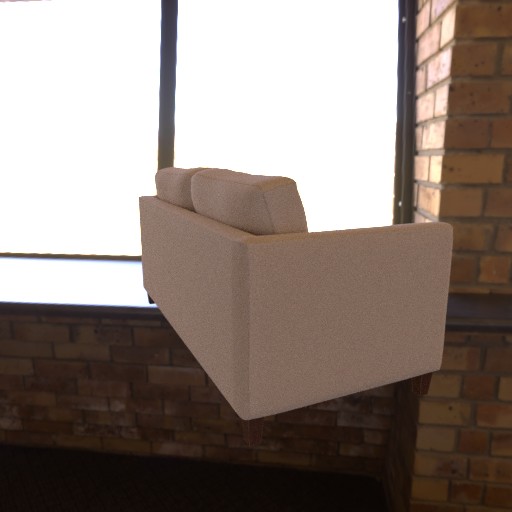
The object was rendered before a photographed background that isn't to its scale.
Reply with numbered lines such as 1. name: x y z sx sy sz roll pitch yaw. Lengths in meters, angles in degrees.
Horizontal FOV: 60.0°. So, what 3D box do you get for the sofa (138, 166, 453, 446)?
1. sofa: 0.000 0.000 2.250 0.873 0.888 1.722 -6 14 -24
